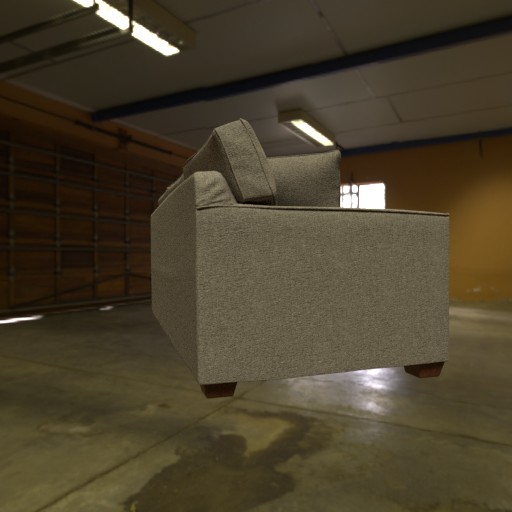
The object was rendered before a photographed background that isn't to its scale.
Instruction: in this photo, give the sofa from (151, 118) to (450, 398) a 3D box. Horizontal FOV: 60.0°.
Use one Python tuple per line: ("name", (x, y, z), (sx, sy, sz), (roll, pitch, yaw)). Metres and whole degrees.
("sofa", (0.000, 0.000, 2.504), (1.034, 0.946, 1.963), (0, 0, -18))
